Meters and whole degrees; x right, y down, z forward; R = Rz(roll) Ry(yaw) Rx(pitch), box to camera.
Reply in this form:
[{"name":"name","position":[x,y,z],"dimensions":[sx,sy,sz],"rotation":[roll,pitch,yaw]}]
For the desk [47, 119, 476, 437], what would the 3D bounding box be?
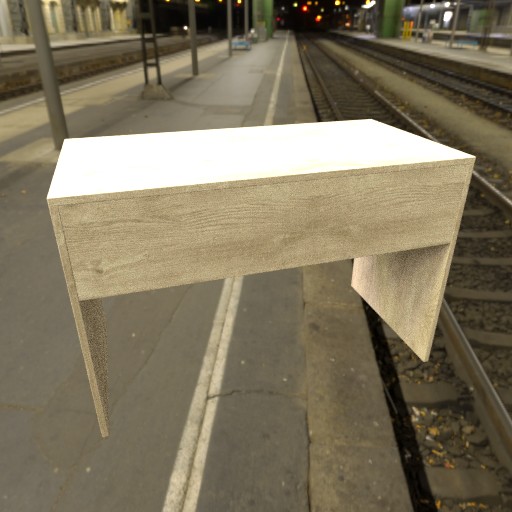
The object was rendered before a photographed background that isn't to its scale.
[{"name":"desk","position":[0.000,0.000,1.488],"dimensions":[1.100,0.730,0.560],"rotation":[-8,29,-15]}]
